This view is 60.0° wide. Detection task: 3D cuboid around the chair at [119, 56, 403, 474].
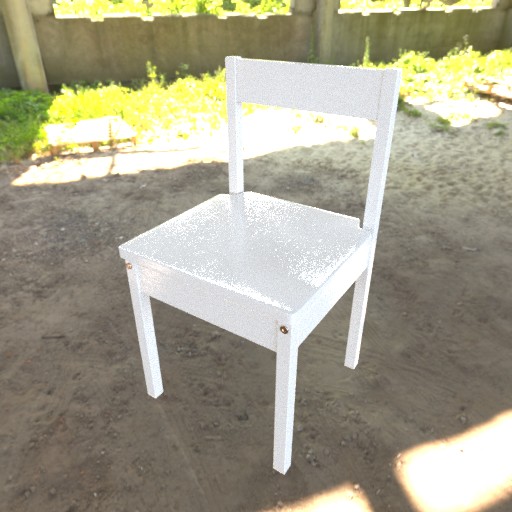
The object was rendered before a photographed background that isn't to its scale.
[{"bbox_3d":[0.000,0.000,0.866,0.367,0.668,0.361,18,35,29],"label":"chair"}]
